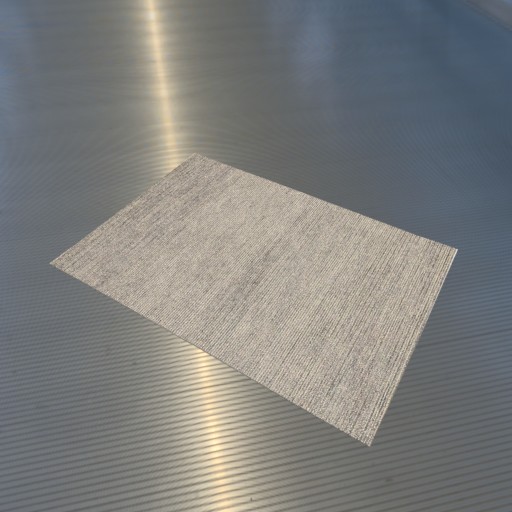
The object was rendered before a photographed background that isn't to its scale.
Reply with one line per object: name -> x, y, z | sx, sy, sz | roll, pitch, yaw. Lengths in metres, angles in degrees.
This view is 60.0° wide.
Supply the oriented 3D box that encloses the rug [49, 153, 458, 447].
rug -> 0.000, 0.000, 3.025 | 2.307, 0.030, 1.604 | 24, 50, 22
